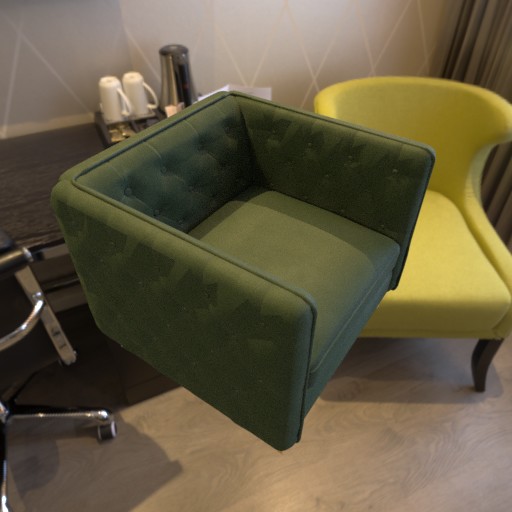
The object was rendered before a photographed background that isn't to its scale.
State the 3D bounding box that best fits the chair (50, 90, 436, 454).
[{"bbox_3d":[0.000,0.000,1.567,0.855,0.768,0.917,25,48,25],"label":"chair"}]
